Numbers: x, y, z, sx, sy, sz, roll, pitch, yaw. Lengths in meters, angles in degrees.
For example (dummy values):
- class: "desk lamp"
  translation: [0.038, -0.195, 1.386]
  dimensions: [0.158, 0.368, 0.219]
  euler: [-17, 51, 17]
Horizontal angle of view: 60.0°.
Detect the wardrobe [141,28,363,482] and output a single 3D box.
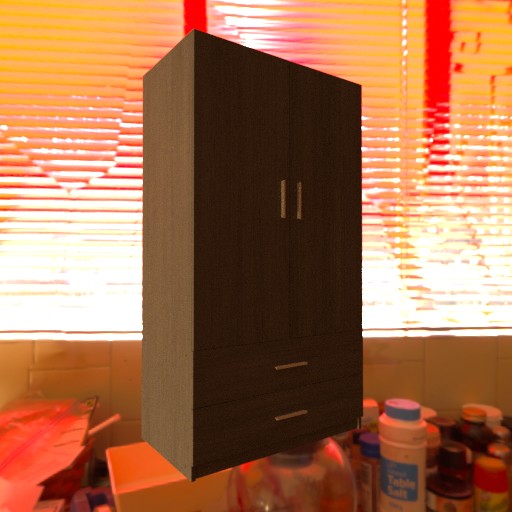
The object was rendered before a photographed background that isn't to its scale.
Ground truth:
- class: "wardrobe"
  translation: [0.000, 0.000, 2.264]
  dimensions: [0.991, 1.808, 0.577]
  euler: [1, -1, -35]
